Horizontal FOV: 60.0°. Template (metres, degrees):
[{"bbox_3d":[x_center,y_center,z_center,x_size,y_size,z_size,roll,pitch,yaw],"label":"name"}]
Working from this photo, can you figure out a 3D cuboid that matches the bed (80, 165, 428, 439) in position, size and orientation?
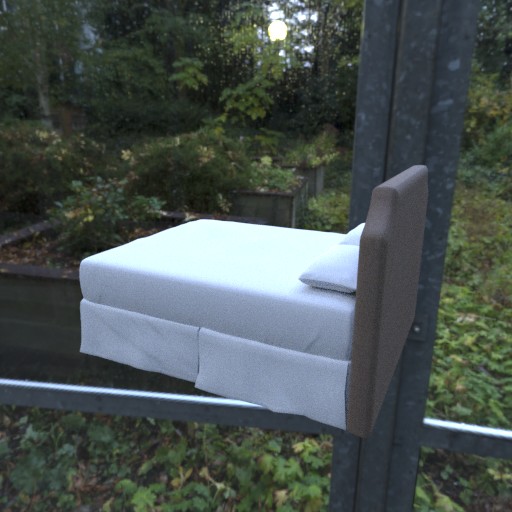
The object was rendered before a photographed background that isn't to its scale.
[{"bbox_3d":[0.000,0.000,3.239,2.116,1.290,1.693,8,18,25],"label":"bed"}]
